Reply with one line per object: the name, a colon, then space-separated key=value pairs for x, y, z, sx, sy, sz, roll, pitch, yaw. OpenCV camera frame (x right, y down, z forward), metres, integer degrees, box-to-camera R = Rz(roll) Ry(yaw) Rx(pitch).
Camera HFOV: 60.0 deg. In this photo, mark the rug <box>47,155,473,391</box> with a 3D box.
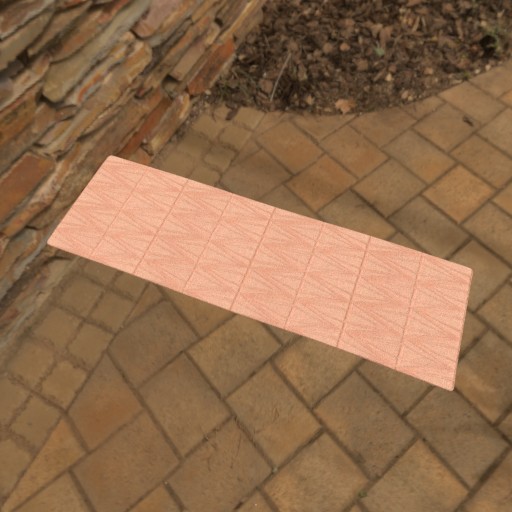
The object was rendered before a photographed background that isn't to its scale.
rug: x=0.000 y=0.000 z=2.633 sx=2.435 sy=0.015 sz=0.760 roll=19 pitch=62 yaw=10
